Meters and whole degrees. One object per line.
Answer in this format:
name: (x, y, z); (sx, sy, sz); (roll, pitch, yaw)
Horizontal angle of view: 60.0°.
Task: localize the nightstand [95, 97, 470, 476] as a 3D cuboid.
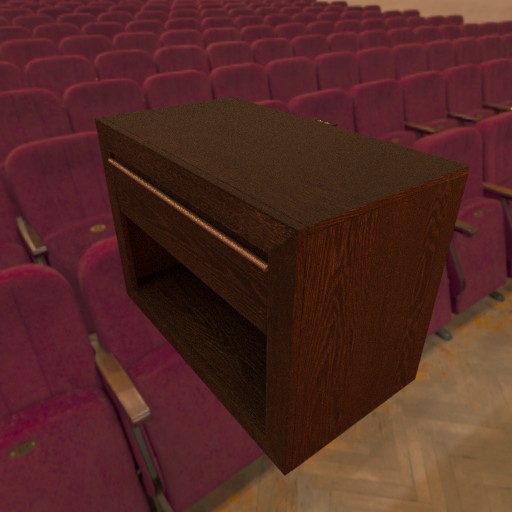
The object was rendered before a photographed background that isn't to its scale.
nightstand: (0.000, 0.000, 1.136); (0.457, 0.612, 0.775); (-21, 37, -31)
